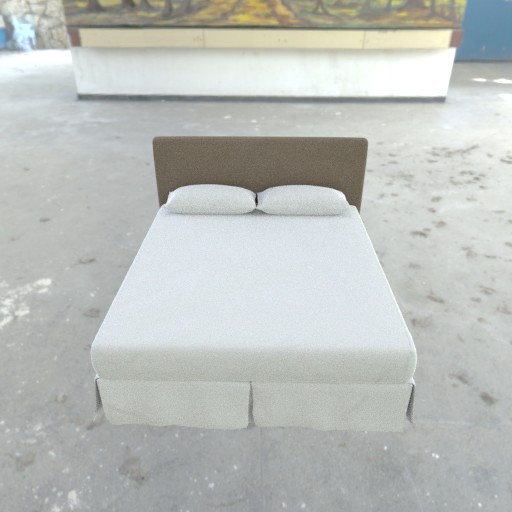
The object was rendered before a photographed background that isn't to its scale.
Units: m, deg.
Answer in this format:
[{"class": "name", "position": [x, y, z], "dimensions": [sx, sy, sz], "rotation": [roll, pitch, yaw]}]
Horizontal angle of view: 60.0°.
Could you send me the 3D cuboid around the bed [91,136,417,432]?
[{"class": "bed", "position": [0.000, 0.000, 3.559], "dimensions": [2.119, 1.317, 2.341], "rotation": [1, 30, 1]}]
